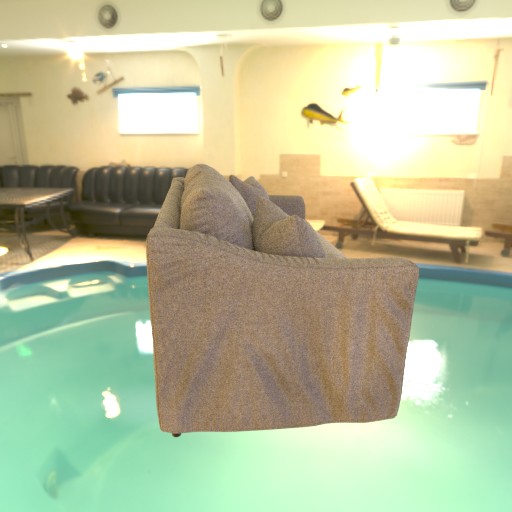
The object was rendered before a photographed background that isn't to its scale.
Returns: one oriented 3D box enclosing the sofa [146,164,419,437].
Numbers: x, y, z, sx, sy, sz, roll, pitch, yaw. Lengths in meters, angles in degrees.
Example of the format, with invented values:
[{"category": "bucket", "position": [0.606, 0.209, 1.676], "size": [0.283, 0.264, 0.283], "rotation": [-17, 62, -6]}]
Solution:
[{"category": "sofa", "position": [0.000, 0.000, 2.650], "size": [1.072, 1.018, 2.010], "rotation": [-2, 16, -7]}]
